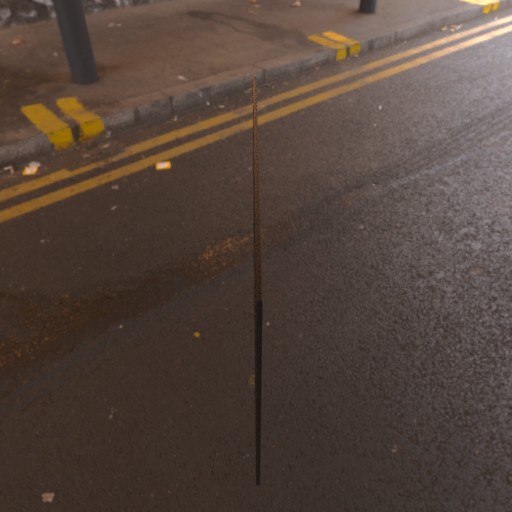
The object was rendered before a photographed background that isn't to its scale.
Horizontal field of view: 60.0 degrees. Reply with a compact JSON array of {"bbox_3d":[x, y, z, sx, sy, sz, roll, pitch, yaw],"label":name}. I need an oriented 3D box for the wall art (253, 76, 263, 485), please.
[{"bbox_3d":[0.000,0.000,1.529,0.013,0.811,1.192,0,41,0],"label":"wall art"}]
